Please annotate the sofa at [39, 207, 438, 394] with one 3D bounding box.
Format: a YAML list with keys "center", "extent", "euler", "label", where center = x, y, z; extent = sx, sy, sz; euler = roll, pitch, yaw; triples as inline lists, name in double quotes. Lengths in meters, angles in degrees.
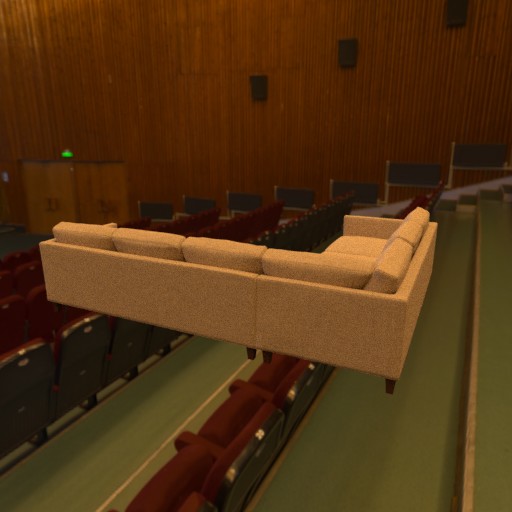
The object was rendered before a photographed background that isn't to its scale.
- center: [0.000, 0.000, 4.436]
  extent: [3.182, 0.863, 2.432]
  euler: [8, 19, 24]
  label: "sofa"
